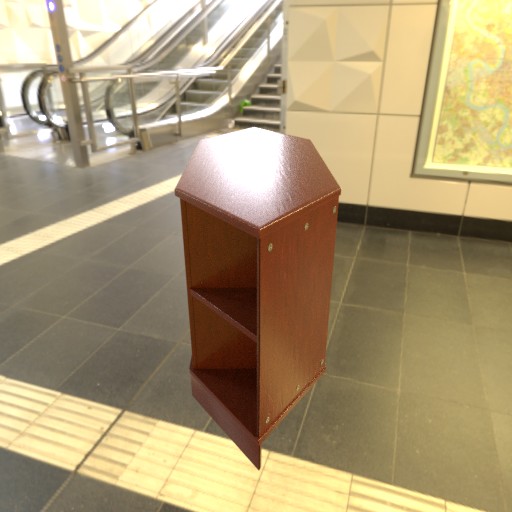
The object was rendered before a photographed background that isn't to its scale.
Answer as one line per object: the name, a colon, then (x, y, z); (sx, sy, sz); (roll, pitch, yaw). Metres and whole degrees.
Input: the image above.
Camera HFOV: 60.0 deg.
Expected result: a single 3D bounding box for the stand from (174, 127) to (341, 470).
stand: (0.000, 0.000, 1.394); (0.381, 0.614, 1.072); (0, 26, -1)
